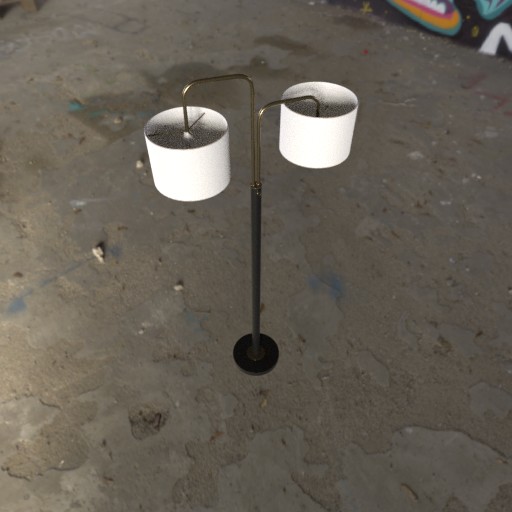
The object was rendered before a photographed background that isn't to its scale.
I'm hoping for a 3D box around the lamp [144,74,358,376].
[{"bbox_3d":[0.000,0.000,1.883,0.711,1.587,0.254,-17,49,-16],"label":"lamp"}]
